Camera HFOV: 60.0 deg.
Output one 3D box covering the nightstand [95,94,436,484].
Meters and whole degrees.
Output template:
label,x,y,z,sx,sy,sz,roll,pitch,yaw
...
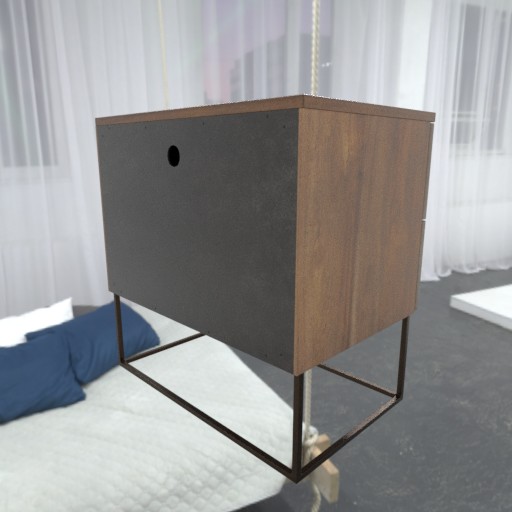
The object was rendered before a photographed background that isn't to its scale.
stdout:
label,x,y,z,sx,sy,sz,roll,pitch,yaw
nightstand,0.000,0.000,1.009,0.427,0.611,0.605,-13,18,-43
